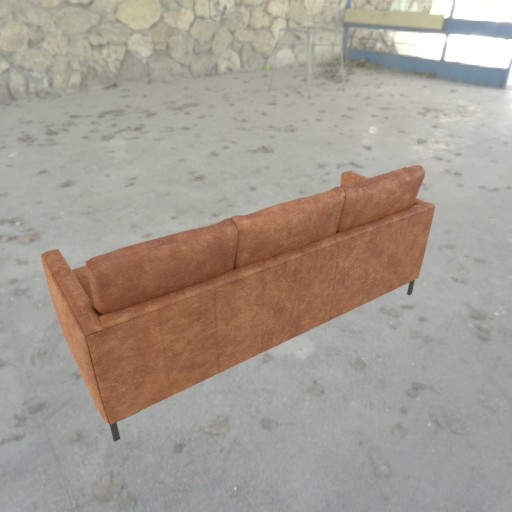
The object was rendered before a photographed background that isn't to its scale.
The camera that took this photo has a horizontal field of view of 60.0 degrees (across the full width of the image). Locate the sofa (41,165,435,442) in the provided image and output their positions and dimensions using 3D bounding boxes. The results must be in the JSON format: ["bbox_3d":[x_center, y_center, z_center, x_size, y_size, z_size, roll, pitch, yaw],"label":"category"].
[{"bbox_3d":[0.000,0.000,2.413,2.029,0.863,0.748,-19,36,-29],"label":"sofa"}]
